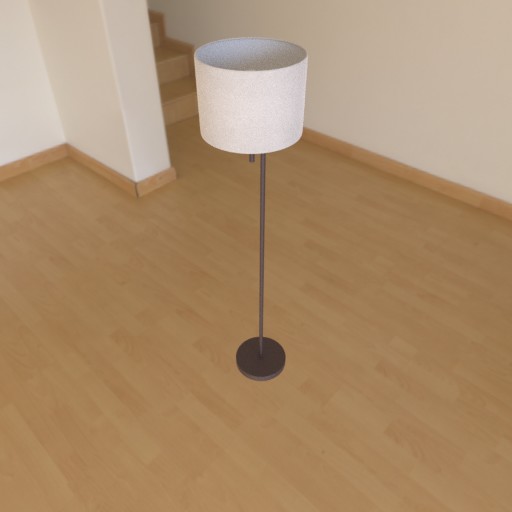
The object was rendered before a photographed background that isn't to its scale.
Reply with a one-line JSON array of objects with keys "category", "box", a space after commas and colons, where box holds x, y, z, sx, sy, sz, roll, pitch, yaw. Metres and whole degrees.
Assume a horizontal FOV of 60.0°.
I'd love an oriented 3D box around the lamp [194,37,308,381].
[{"category": "lamp", "box": [0.000, 0.000, 1.815, 0.324, 1.600, 0.416, 12, 42, 14]}]
